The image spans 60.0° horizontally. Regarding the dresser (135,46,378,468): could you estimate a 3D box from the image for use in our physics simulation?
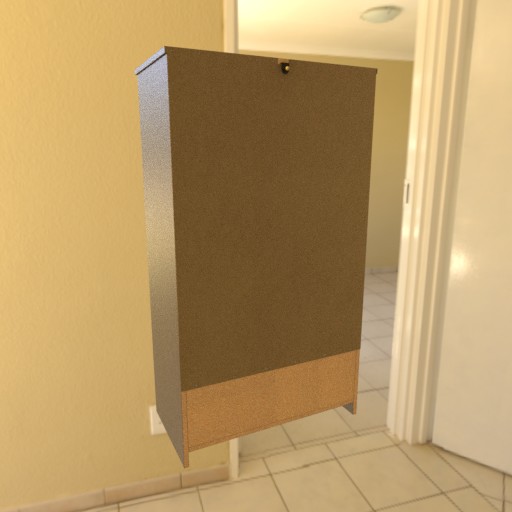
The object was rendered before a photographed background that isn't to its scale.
[{"bbox_3d":[0.000,0.000,1.588,0.704,1.254,0.418,-6,14,-26],"label":"dresser"}]
